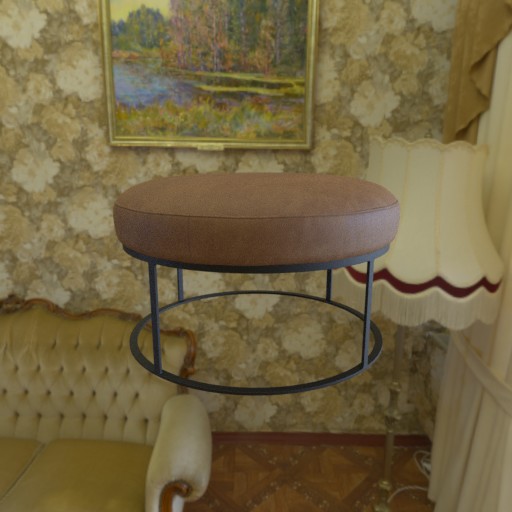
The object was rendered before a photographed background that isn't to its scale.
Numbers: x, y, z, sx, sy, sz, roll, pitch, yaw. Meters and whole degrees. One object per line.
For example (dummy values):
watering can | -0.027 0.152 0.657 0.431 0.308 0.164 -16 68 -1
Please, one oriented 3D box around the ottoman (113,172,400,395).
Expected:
ottoman | 0.000 0.000 1.284 0.771 0.460 0.771 0 13 0
